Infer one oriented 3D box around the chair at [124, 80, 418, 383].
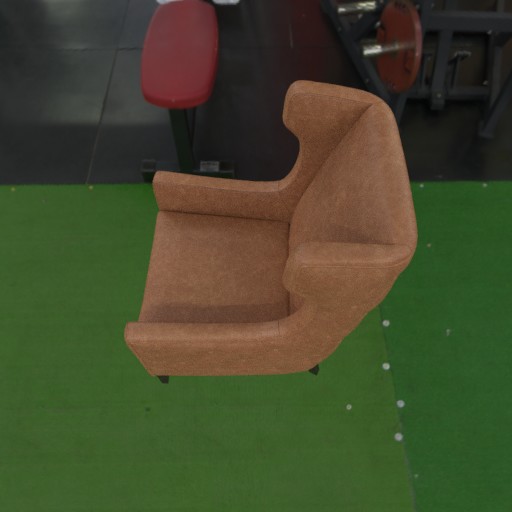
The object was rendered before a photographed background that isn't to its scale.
[{"bbox_3d":[0.000,0.000,1.702,0.899,1.079,0.766,1,59,1],"label":"chair"}]
